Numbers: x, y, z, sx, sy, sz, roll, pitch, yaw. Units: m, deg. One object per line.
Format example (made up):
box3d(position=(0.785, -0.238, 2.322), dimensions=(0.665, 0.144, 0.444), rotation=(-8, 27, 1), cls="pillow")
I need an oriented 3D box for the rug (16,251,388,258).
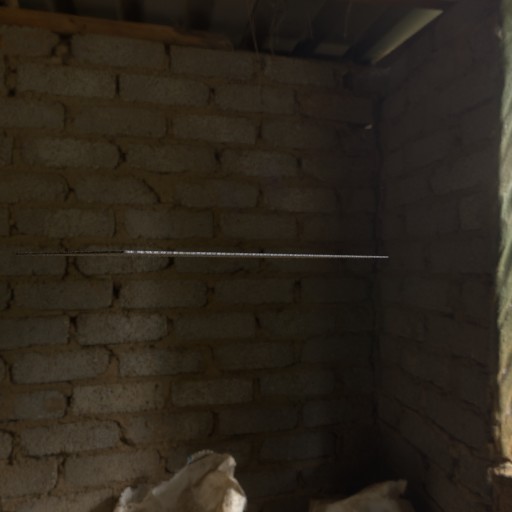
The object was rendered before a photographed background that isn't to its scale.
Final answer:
box3d(position=(0.000, 0.000, 2.452), dimensions=(0.686, 0.008, 2.286), rotation=(0, -1, 36), cls="rug")
